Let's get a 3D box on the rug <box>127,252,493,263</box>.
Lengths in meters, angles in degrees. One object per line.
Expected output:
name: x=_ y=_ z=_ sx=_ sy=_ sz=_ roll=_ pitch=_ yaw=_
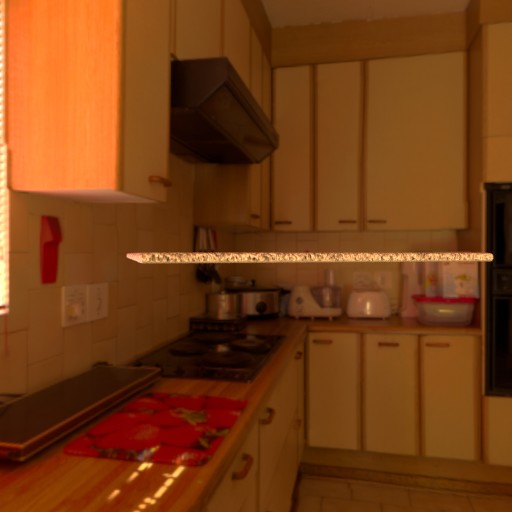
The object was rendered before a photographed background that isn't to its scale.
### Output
rug: x=0.000 y=0.000 z=2.236 sx=1.219 sy=0.030 sz=1.778 roll=0 pitch=0 yaw=-17
